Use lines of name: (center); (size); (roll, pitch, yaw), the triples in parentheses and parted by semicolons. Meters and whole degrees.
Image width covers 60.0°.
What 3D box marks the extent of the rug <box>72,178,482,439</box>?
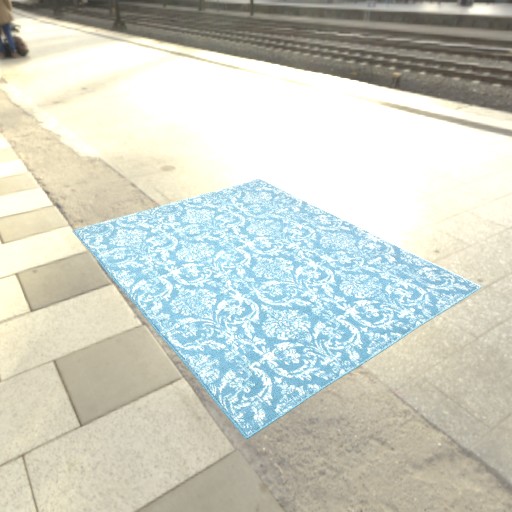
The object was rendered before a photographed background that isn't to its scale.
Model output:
rug: (0.000, 0.000, 4.015); (2.363, 0.012, 2.980); (-21, 37, -31)
